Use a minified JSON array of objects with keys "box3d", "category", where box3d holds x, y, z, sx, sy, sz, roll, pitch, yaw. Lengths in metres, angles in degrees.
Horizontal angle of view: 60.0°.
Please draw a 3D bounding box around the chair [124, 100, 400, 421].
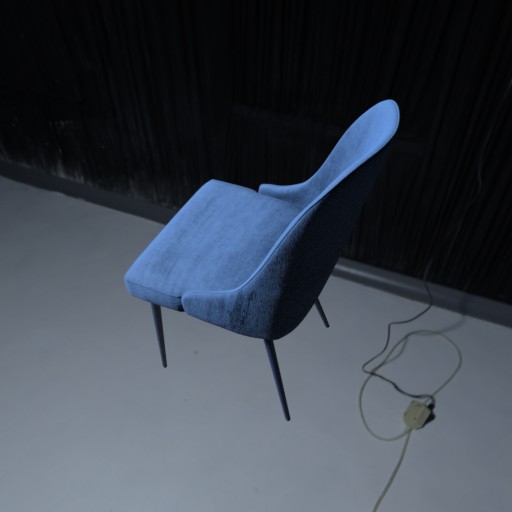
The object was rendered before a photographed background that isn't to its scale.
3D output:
[{"box3d":[0.000,0.000,1.199,0.559,0.896,0.478,18,49,17],"category":"chair"}]
